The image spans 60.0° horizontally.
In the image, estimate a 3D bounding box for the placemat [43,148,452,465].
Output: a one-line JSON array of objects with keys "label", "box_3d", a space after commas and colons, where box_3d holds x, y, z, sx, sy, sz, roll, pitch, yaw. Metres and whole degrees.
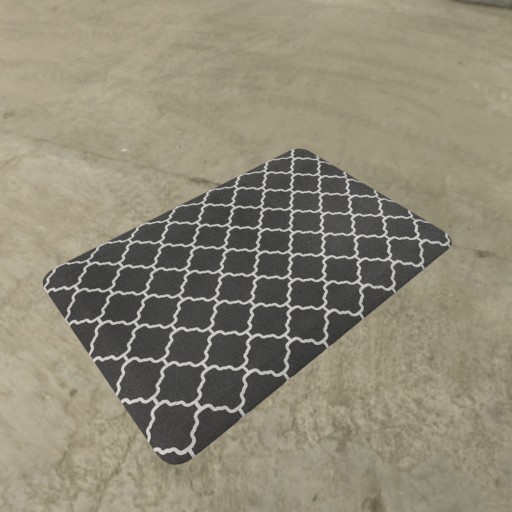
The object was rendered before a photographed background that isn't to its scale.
[{"label": "placemat", "box_3d": [0.000, 0.000, 0.951, 0.762, 0.021, 0.508, -32, 54, -27]}]
